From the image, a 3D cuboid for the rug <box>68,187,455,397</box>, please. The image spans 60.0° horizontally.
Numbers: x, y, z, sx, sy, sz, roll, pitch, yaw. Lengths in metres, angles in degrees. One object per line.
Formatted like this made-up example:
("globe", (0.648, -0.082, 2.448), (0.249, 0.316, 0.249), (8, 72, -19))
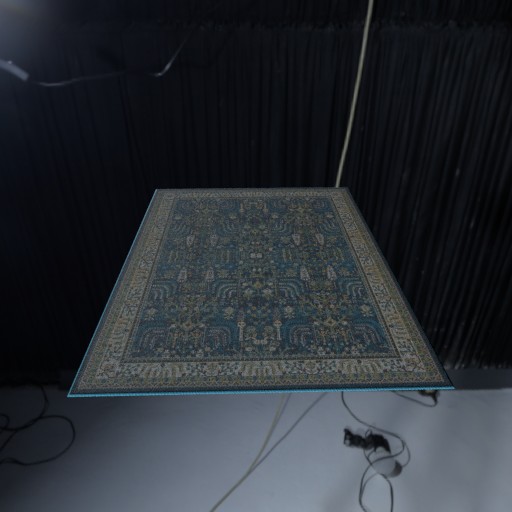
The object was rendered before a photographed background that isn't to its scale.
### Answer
("rug", (0.000, 0.000, 3.846), (2.226, 0.015, 3.044), (-1, 31, -1))
